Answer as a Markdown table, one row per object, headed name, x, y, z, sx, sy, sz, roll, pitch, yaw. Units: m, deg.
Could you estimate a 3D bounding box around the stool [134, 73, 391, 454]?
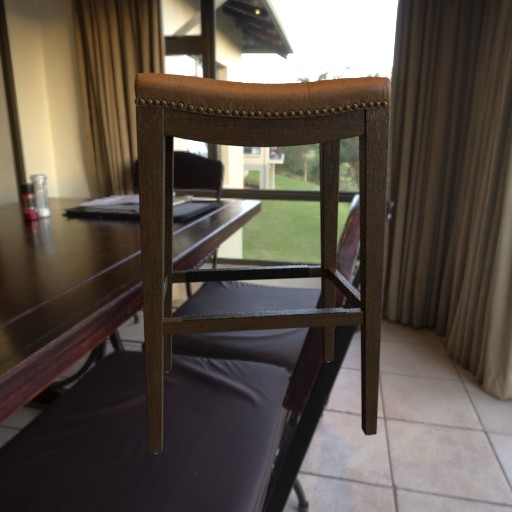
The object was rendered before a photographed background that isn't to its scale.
| name | x | y | z | sx | sy | sz | roll | pitch | yaw |
| --- | --- | --- | --- | --- | --- | --- | --- | --- | --- |
| stool | 0.000 | 0.000 | 1.036 | 0.500 | 0.759 | 0.361 | -2 | 15 | -7 |
